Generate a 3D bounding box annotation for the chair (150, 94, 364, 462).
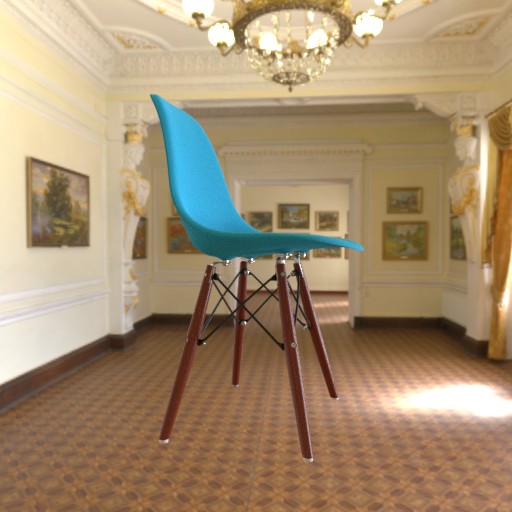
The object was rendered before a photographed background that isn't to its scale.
[{"bbox_3d":[0.000,0.000,1.132,0.533,0.826,0.470,0,1,18],"label":"chair"}]
